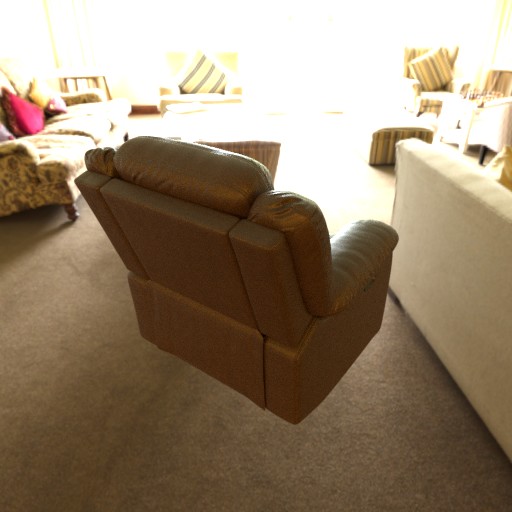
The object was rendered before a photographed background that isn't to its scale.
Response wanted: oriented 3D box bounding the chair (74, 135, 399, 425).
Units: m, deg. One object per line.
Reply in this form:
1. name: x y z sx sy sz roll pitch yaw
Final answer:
1. chair: 0.000 0.000 1.722 0.899 1.009 0.934 20 35 31
